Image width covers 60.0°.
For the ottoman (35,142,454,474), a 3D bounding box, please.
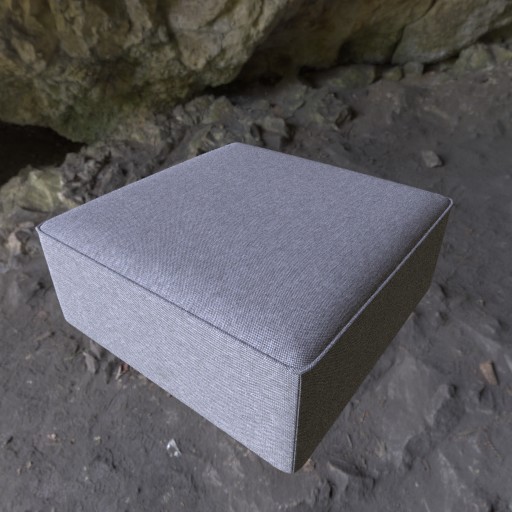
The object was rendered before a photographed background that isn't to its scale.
[{"bbox_3d":[0.000,0.000,1.550,1.005,0.455,1.005,23,39,30],"label":"ottoman"}]
